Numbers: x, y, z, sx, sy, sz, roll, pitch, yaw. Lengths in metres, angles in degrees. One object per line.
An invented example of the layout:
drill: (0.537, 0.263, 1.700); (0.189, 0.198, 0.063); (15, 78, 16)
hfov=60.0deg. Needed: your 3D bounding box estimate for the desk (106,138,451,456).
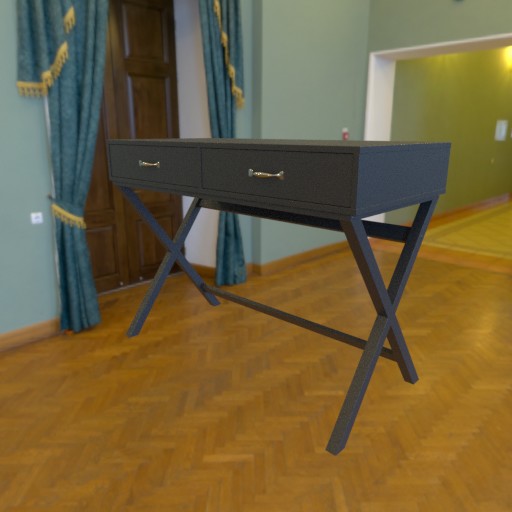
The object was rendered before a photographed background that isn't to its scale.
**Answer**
desk: (0.000, 0.000, 1.551); (1.057, 0.780, 0.525); (14, 21, 41)
